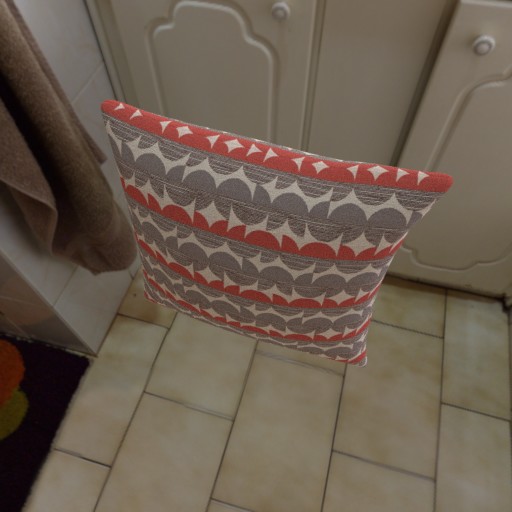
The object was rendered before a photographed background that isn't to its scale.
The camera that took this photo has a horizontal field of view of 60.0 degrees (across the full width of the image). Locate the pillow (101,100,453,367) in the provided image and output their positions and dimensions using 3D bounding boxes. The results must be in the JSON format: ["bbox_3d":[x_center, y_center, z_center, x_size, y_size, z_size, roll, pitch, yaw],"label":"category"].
[{"bbox_3d":[0.000,0.000,0.649,0.420,0.410,0.180,15,58,10],"label":"pillow"}]
